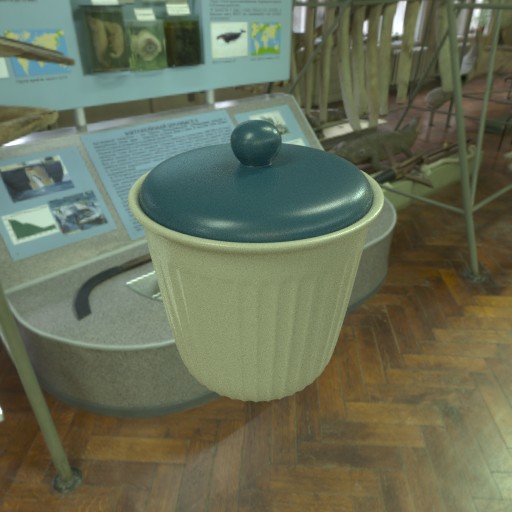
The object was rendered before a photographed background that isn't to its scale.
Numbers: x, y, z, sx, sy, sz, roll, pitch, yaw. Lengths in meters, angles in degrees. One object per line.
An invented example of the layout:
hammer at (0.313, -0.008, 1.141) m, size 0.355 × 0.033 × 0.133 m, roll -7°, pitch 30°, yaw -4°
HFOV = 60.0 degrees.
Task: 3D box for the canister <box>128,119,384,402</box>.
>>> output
canister at (0.000, 0.000, 0.352) m, size 0.181 × 0.211 × 0.181 m, roll 0°, pitch 30°, yaw 0°
